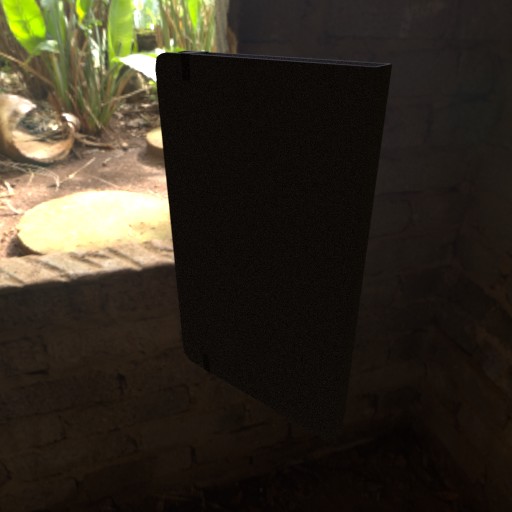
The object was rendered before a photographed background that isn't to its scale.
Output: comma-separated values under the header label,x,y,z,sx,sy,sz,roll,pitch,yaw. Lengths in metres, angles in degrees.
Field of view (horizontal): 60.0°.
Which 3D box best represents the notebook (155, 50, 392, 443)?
label,x,y,z,sx,sy,sz,roll,pitch,yaw
notebook,0.000,0.000,0.258,0.127,0.213,0.016,20,35,32
